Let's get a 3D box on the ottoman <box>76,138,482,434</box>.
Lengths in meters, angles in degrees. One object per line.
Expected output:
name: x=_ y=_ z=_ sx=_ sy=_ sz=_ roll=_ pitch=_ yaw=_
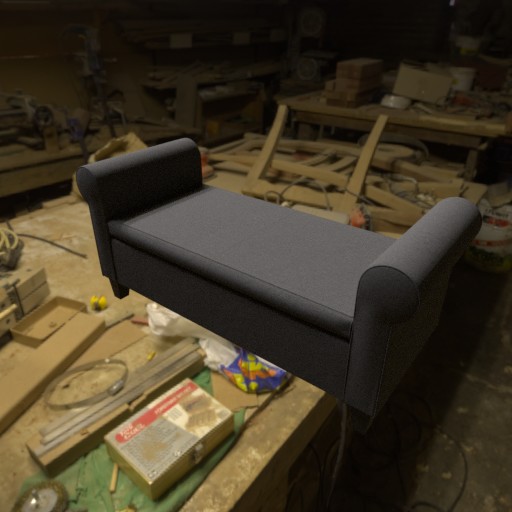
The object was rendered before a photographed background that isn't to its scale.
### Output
ottoman: x=0.000 y=0.000 z=1.536 sx=1.256 sy=0.547 sz=0.521 roll=21 pitch=35 yaw=32
